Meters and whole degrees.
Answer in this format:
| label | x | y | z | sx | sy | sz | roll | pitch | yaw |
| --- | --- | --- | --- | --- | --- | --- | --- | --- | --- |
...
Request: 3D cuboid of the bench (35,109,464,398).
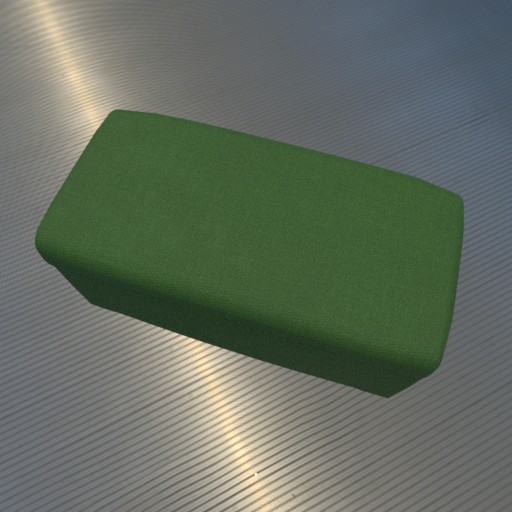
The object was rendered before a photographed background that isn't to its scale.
| label | x | y | z | sx | sy | sz | roll | pitch | yaw |
| --- | --- | --- | --- | --- | --- | --- | --- | --- | --- |
| bench | 0.000 | 0.000 | 1.282 | 0.989 | 0.501 | 0.505 | 16 | 65 | 8 |
